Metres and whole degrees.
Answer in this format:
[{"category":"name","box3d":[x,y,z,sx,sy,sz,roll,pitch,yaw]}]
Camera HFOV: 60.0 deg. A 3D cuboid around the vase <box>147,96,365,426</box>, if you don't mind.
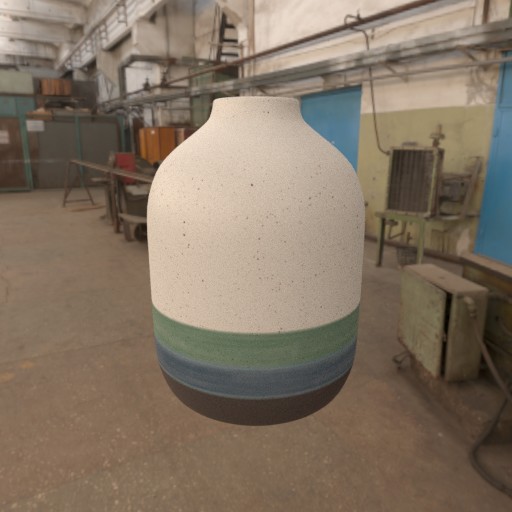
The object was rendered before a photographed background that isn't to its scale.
[{"category":"vase","box3d":[0.000,0.000,0.361,0.169,0.240,0.169,0,15,0]}]
